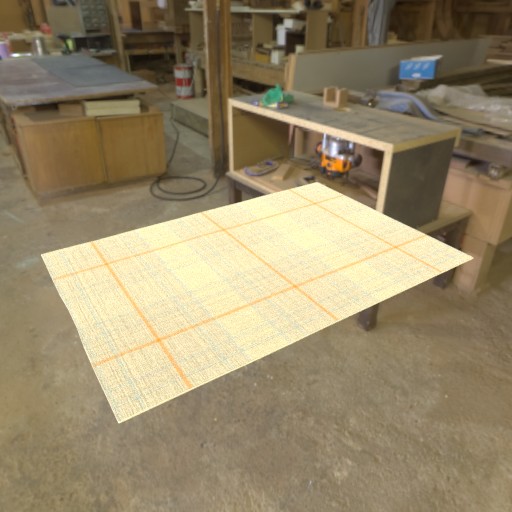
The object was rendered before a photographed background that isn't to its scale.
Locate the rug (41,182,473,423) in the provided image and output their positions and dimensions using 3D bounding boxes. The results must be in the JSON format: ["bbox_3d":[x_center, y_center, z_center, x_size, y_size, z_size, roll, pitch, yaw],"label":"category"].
[{"bbox_3d":[0.000,0.000,2.251,1.825,0.015,1.232,-19,36,-28],"label":"rug"}]
